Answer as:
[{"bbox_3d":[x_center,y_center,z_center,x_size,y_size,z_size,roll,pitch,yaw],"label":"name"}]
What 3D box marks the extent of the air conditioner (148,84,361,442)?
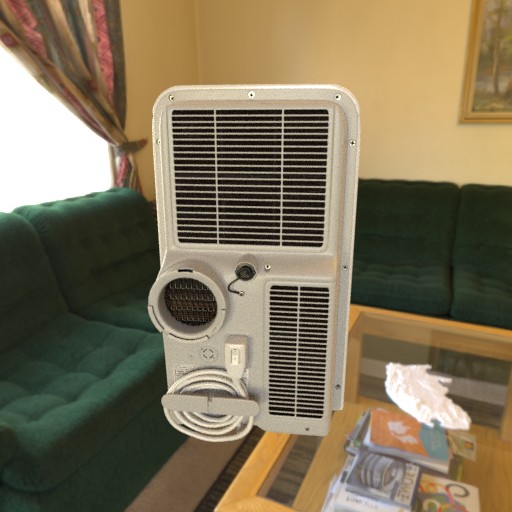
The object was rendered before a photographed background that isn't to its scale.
[{"bbox_3d":[0.000,0.000,1.061,0.449,0.786,0.414,2,16,7],"label":"air conditioner"}]
